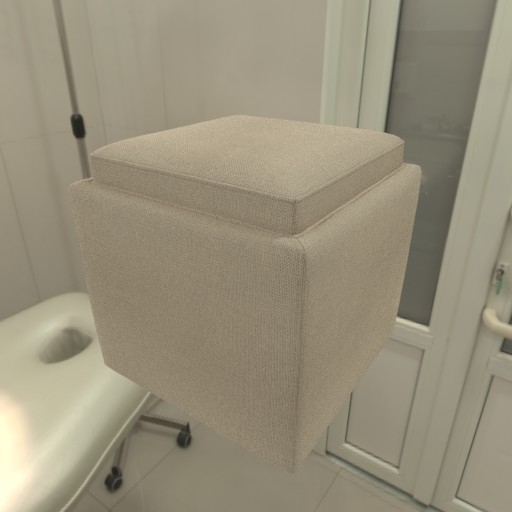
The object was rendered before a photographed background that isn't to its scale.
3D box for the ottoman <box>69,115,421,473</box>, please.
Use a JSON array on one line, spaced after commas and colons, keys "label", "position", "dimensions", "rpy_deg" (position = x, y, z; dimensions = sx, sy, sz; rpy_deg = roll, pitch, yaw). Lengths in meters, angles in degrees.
[{"label": "ottoman", "position": [0.000, 0.000, 0.826], "dimensions": [0.450, 0.460, 0.451], "rpy_deg": [17, 32, 31]}]
